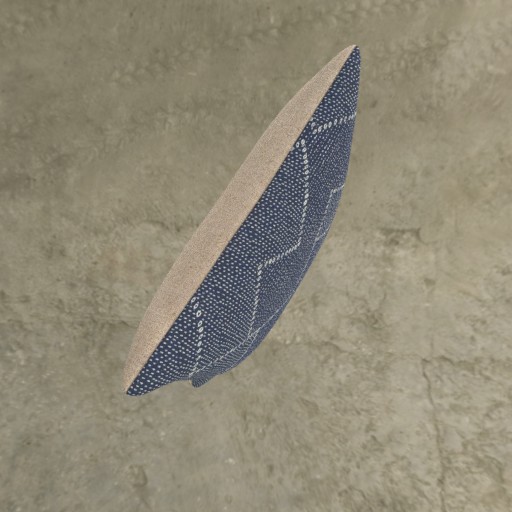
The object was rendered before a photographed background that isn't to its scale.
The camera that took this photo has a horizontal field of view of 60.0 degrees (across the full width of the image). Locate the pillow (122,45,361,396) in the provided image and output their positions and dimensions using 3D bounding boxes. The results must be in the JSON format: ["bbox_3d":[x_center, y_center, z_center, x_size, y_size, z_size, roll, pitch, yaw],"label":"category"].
[{"bbox_3d":[0.000,0.000,0.640,0.148,0.428,0.435,31,77,8],"label":"pillow"}]
